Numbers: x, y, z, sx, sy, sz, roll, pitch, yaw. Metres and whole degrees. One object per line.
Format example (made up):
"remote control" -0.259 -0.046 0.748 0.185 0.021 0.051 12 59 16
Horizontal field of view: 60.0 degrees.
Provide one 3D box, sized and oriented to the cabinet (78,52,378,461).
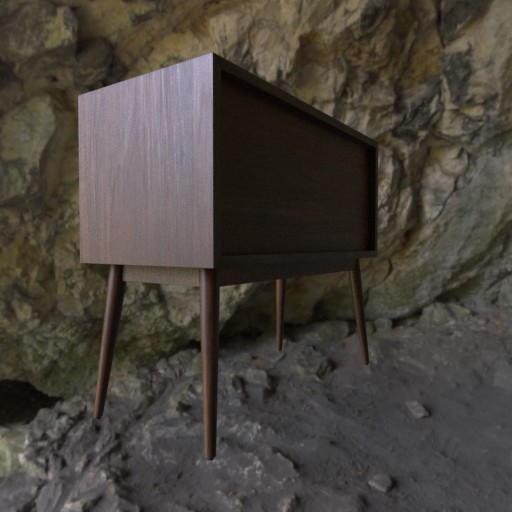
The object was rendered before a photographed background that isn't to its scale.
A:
"cabinet" 0.000 0.000 1.101 0.354 0.654 0.743 1 2 35
